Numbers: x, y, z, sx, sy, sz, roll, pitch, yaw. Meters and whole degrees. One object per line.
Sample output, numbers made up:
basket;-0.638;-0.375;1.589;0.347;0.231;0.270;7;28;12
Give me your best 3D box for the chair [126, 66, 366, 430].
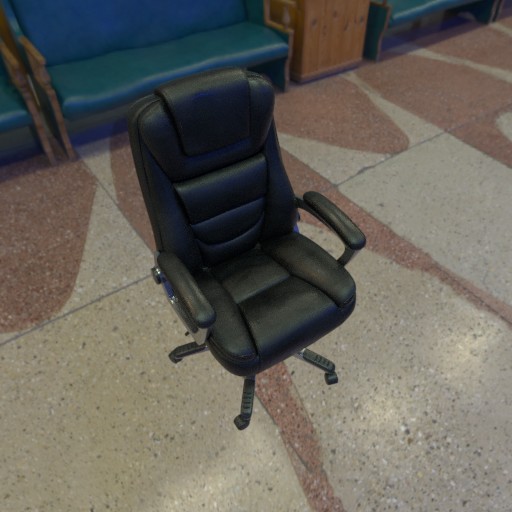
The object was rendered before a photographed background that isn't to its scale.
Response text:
chair;0.000;0.000;1.536;0.697;1.075;0.689;-25;50;-23
